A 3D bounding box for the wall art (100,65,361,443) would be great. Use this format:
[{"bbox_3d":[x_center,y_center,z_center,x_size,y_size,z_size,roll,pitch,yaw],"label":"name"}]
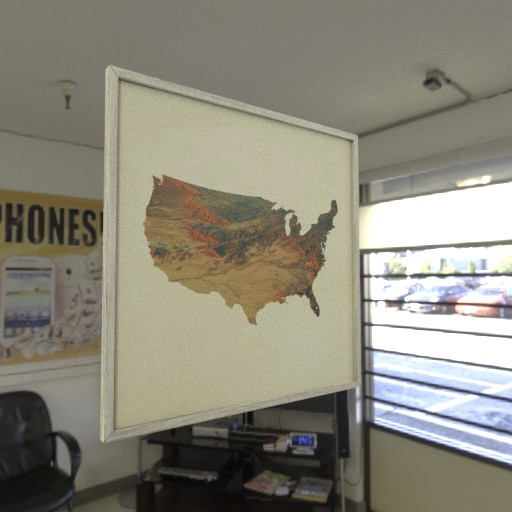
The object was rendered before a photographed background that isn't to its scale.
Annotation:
[{"bbox_3d":[0.000,0.000,0.750,0.508,0.507,0.016,2,-3,-36],"label":"wall art"}]
